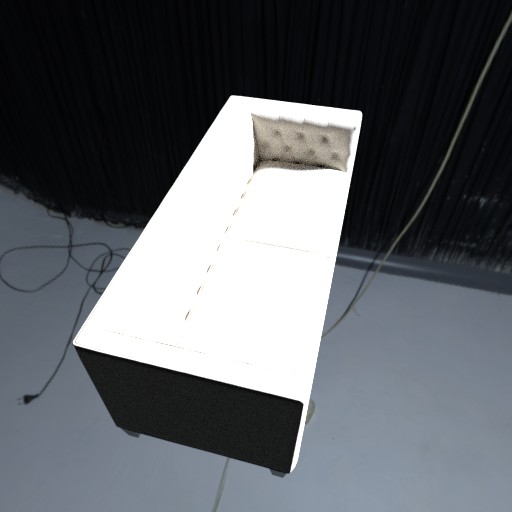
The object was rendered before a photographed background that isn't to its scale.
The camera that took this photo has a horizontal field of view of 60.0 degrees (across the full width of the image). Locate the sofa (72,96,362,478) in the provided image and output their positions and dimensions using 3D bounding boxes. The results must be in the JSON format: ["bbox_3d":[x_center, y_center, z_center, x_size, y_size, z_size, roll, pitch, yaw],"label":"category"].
[{"bbox_3d":[0.000,0.000,2.218,0.775,0.762,1.778,11,47,10],"label":"sofa"}]
